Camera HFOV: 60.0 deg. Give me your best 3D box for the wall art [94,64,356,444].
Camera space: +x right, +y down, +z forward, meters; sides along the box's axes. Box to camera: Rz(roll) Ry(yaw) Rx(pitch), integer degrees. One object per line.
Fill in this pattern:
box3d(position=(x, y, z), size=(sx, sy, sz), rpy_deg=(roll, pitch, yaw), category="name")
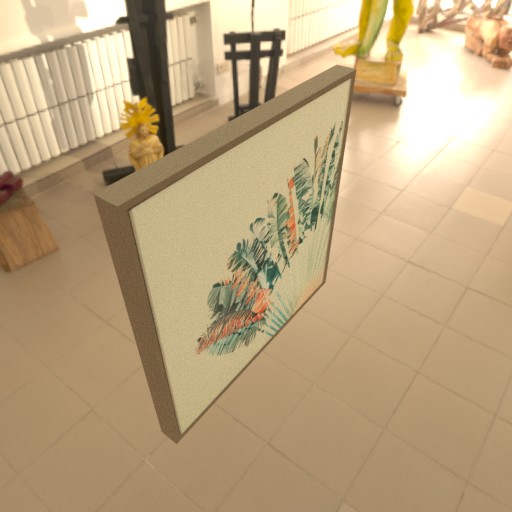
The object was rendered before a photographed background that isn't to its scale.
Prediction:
box3d(position=(0.000, 0.000, 0.773), size=(0.038, 0.506, 0.508), rpy_deg=(27, 48, 27), category="wall art")
